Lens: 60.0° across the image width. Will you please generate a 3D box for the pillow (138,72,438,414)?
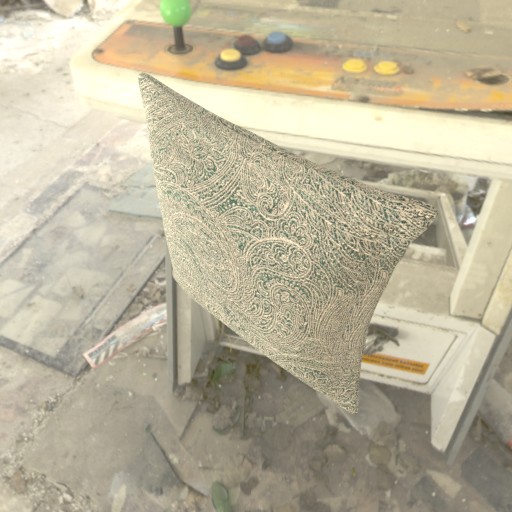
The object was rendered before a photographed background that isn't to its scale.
[{"bbox_3d":[0.000,0.000,0.787,0.526,0.507,0.166,33,55,27],"label":"pillow"}]
